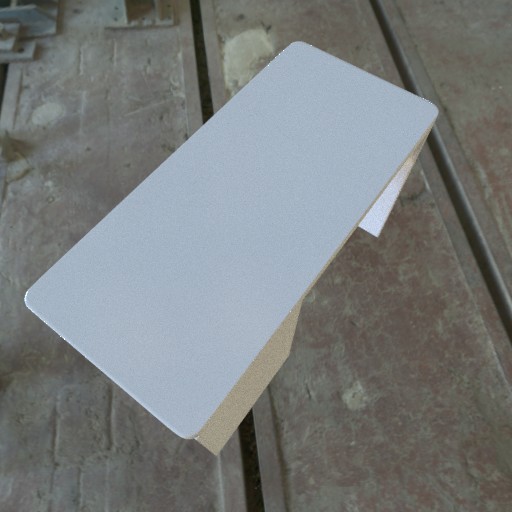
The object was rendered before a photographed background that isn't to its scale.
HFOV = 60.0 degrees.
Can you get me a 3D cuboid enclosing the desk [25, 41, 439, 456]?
[{"bbox_3d":[0.000,0.000,1.559,0.550,0.760,1.200,33,67,16],"label":"desk"}]
